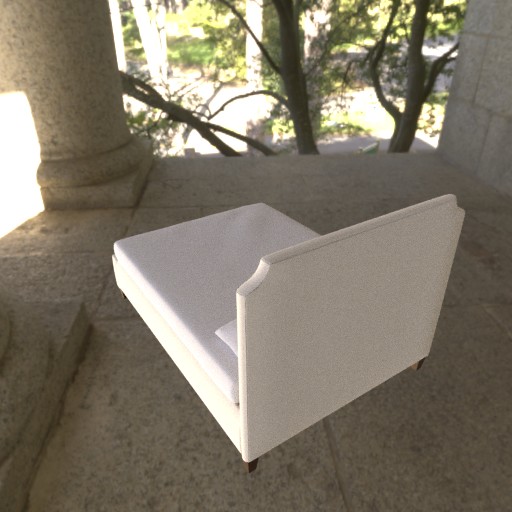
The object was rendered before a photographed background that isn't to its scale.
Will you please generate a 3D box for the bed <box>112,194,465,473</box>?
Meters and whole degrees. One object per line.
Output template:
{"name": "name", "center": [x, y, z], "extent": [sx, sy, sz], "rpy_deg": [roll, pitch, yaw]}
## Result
{"name": "bed", "center": [0.000, 0.000, 3.564], "extent": [1.712, 1.497, 2.372], "rpy_deg": [-18, 34, -29]}
